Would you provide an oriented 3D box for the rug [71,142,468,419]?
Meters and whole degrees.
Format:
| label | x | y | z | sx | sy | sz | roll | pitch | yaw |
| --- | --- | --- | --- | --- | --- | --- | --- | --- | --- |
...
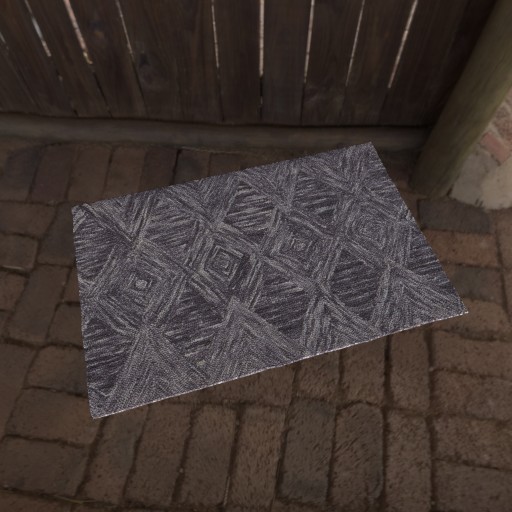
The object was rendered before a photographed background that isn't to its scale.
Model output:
| label | x | y | z | sx | sy | sz | roll | pitch | yaw |
| --- | --- | --- | --- | --- | --- | --- | --- | --- | --- |
| rug | 0.000 | 0.000 | 2.316 | 1.814 | 0.012 | 1.186 | -14 | 60 | -8 |
